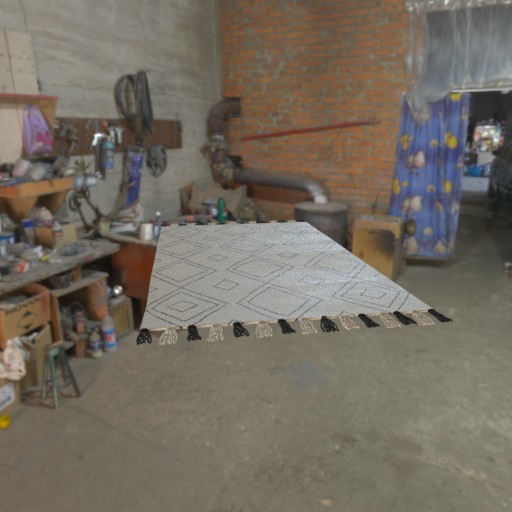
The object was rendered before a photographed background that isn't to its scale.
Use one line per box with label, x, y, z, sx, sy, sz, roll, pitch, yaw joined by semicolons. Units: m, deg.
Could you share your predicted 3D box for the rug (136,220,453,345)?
rug;0.000;0.000;3.354;1.524;0.021;2.755;-3;16;-9
